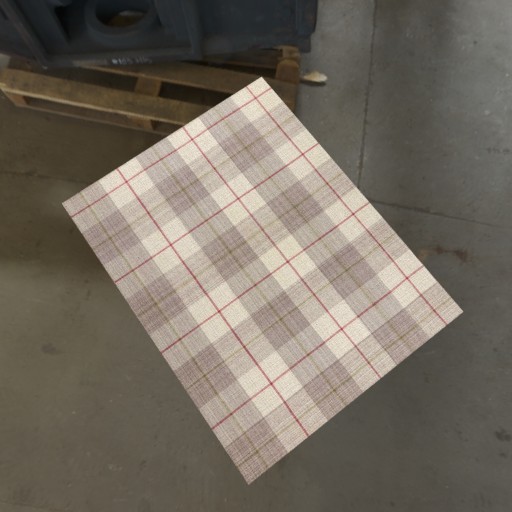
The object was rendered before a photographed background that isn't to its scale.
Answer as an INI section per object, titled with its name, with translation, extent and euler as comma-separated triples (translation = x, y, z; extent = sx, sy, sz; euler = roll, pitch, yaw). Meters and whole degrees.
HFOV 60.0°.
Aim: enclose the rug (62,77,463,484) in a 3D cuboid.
[rug]
translation = 0.000, 0.000, 4.006
extent = 2.317, 0.016, 2.959
euler = -35, 78, -9
